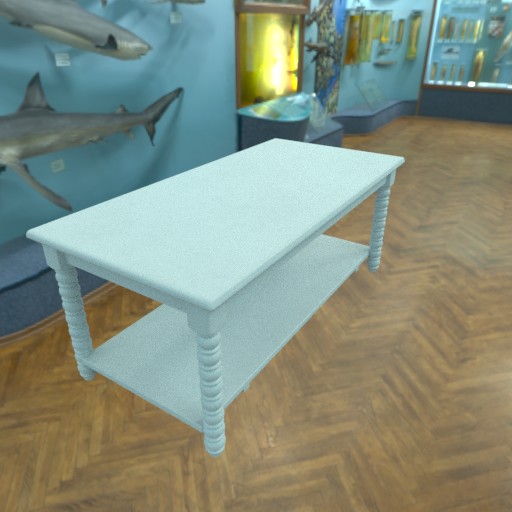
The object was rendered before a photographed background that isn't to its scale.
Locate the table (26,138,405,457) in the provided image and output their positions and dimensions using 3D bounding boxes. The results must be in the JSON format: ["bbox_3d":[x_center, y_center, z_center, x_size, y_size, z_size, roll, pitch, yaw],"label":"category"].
[{"bbox_3d":[0.000,0.000,1.478,0.580,0.487,1.171,17,32,29],"label":"table"}]
